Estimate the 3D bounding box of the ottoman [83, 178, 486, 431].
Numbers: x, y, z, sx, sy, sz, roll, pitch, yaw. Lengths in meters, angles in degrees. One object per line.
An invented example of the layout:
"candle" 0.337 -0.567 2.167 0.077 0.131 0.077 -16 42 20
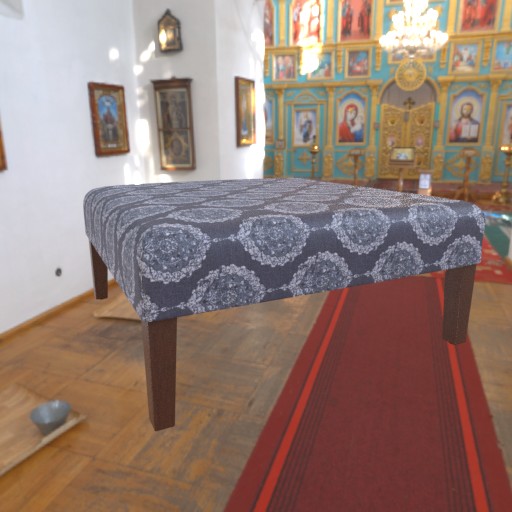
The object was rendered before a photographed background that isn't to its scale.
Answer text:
"ottoman" 0.000 0.000 1.362 0.890 0.409 0.889 -7 16 -26
